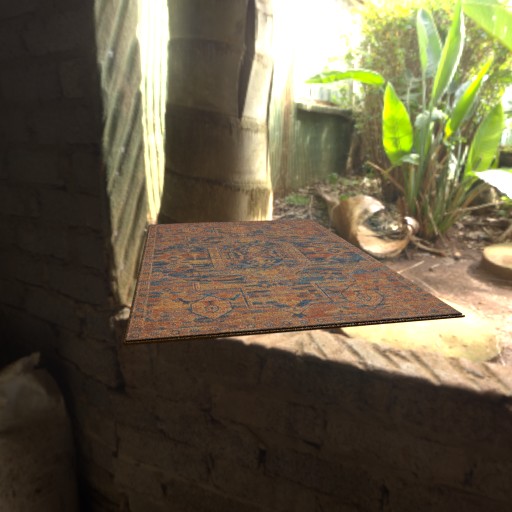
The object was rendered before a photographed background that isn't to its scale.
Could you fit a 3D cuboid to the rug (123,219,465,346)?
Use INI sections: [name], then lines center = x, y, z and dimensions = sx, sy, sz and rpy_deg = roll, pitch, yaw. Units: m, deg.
[rug]
center = 0.000, 0.000, 1.103
dimensions = 0.557, 0.008, 0.863
rpy_deg = -3, 16, -10
